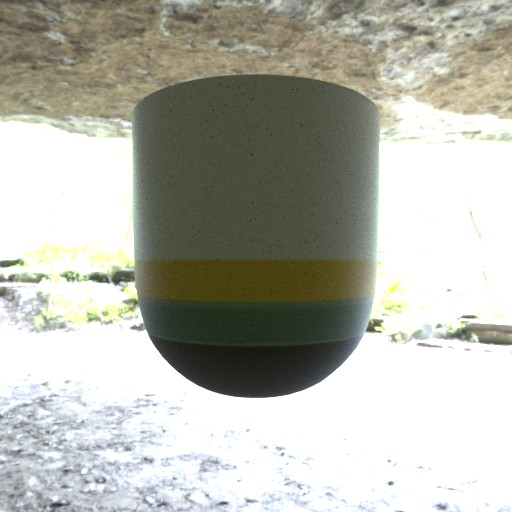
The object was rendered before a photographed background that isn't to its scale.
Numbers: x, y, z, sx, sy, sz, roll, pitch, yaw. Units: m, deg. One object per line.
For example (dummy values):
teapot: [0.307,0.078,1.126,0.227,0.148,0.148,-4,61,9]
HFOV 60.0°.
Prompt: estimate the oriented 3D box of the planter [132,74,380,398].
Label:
planter: [0.000,0.000,0.359,0.195,0.214,0.195,0,-1,0]
